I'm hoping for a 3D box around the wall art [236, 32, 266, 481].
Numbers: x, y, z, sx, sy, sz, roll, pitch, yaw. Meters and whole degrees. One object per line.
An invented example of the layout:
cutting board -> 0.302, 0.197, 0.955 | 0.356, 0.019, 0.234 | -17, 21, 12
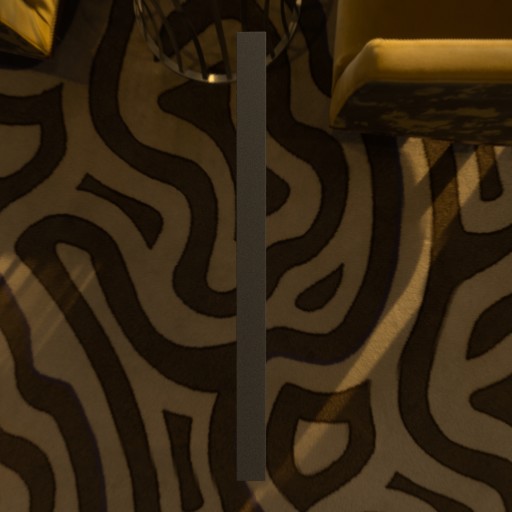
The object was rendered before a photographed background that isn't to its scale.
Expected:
wall art -> 0.000, 0.000, 0.755 | 0.033, 0.507, 0.508 | 0, 90, 1
